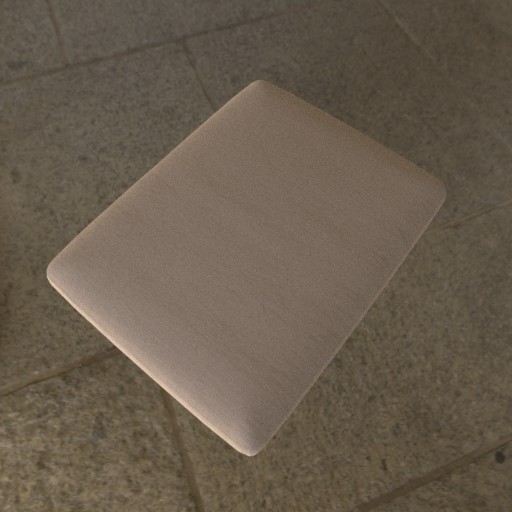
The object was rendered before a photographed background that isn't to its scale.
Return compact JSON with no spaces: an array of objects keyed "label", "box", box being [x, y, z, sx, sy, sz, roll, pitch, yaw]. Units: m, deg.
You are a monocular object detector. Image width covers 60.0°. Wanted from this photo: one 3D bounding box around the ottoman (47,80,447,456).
[{"label":"ottoman","box":[0.000,0.000,1.130,0.606,0.420,0.771,36,69,16]}]
